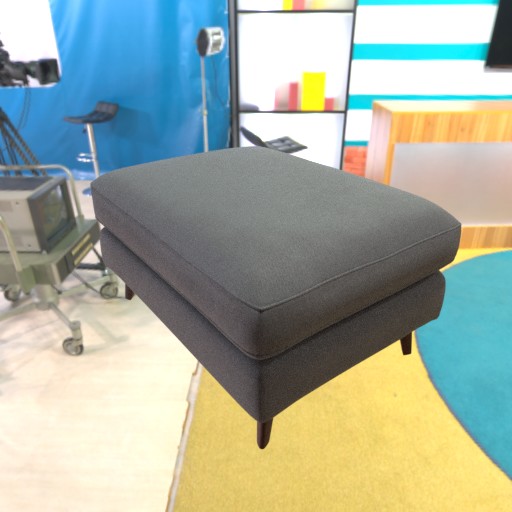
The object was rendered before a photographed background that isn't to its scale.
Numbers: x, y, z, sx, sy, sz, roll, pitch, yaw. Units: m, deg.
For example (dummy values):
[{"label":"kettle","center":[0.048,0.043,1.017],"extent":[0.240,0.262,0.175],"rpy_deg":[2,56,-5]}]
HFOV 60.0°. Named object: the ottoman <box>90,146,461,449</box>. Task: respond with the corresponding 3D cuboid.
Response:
[{"label":"ottoman","center":[0.000,0.000,1.180],"extent":[0.608,0.449,0.811],"rpy_deg":[-19,33,-32]}]
